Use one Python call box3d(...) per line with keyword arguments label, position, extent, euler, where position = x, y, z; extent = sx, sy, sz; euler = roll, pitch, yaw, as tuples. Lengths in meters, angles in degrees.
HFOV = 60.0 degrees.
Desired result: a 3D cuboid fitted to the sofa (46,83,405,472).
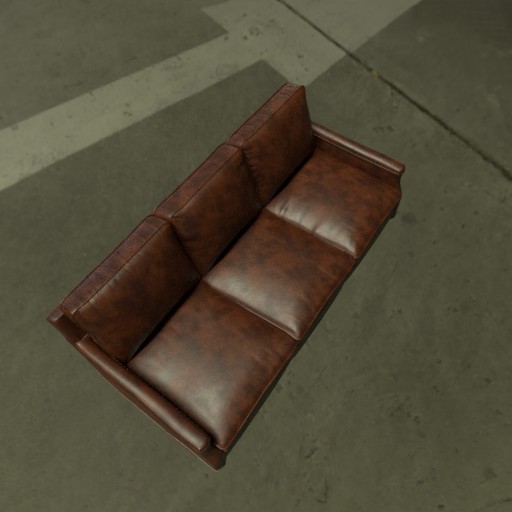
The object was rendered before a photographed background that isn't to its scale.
box3d(label="sofa", position=(0.000, 0.000, 2.811), extent=(1.084, 1.003, 2.240), euler=(32, 64, 17))
